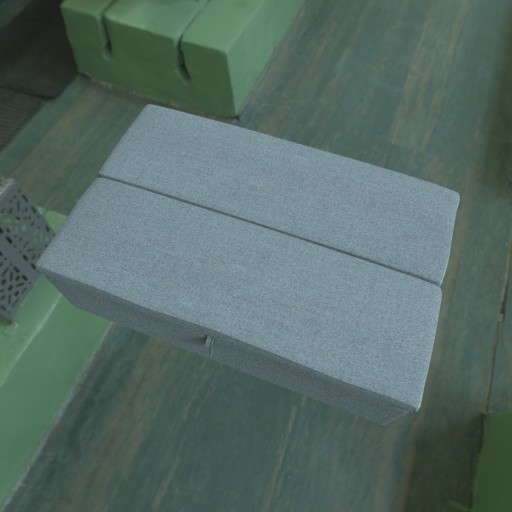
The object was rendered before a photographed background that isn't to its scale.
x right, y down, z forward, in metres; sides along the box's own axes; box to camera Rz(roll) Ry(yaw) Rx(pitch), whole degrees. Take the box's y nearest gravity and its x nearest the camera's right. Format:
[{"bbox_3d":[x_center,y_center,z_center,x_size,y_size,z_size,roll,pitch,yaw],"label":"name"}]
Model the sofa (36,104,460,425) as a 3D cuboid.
[{"bbox_3d":[0.000,0.000,1.635,1.250,0.434,0.817,18,63,10],"label":"sofa"}]
